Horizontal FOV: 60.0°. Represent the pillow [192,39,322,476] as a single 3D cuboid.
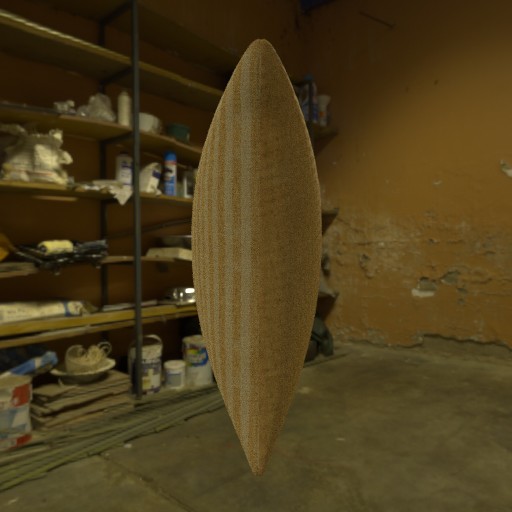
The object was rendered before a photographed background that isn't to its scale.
[{"bbox_3d":[0.000,0.000,0.617,0.173,0.407,0.419,0,0,-1],"label":"pillow"}]
